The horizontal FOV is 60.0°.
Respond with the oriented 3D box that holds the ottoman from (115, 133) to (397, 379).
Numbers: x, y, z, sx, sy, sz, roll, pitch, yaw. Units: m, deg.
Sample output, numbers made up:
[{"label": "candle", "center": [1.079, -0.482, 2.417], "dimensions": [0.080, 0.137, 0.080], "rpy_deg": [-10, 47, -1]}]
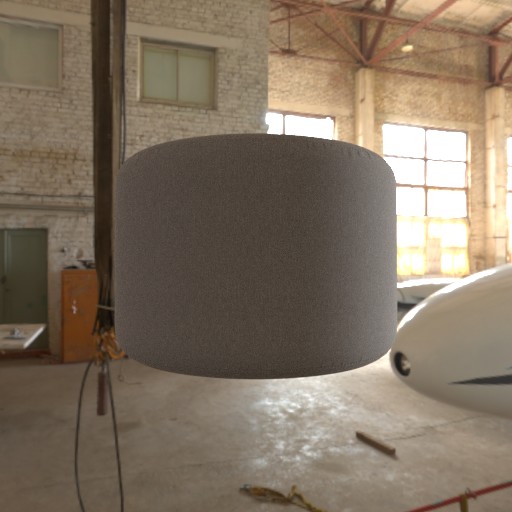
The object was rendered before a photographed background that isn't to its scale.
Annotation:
[{"label": "ottoman", "center": [0.000, 0.000, 1.002], "dimensions": [0.608, 0.433, 0.608], "rpy_deg": [0, -1, 0]}]
